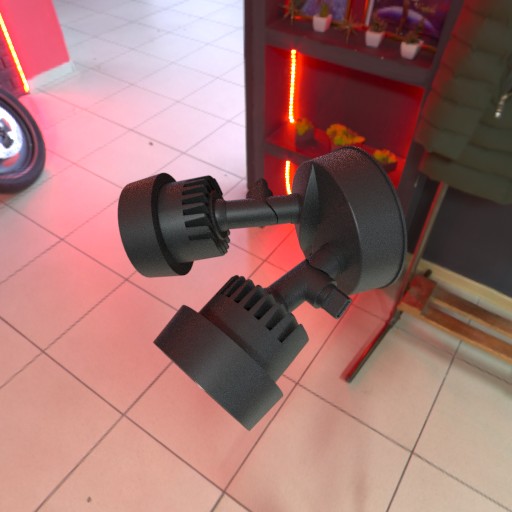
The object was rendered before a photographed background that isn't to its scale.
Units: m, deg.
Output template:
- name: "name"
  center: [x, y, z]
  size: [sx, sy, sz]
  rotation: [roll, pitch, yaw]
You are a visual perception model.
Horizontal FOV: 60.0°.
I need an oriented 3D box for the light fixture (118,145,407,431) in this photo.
- name: "light fixture"
  center: [0.000, 0.000, 0.312]
  size: [0.168, 0.120, 0.213]
  rotation: [-17, 49, -16]
